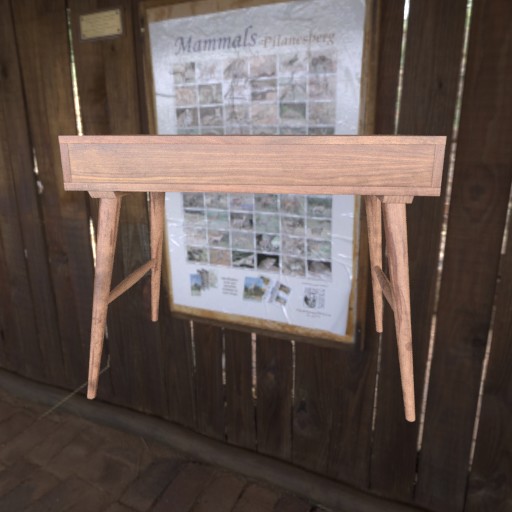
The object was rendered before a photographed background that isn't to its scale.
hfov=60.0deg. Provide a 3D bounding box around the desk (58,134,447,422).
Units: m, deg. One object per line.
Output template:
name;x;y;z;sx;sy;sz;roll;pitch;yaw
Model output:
desk;0.000;0.000;1.441;0.949;0.758;0.588;2;16;6
